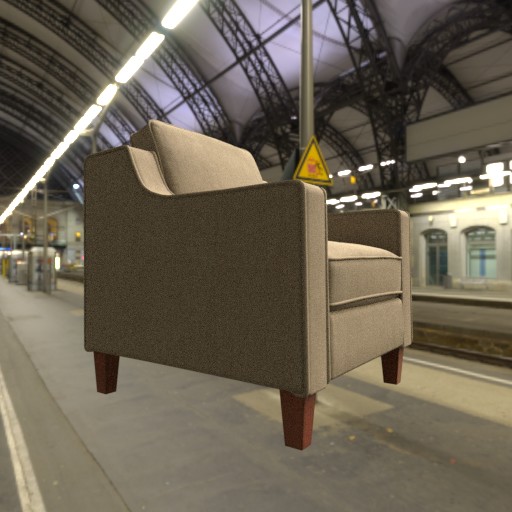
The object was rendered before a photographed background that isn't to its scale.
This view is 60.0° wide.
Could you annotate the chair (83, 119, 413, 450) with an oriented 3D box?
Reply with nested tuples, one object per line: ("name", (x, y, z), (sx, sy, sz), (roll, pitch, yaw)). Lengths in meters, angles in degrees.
("chair", (0.000, 0.000, 1.625), (0.909, 0.960, 0.831), (0, -1, 36))
